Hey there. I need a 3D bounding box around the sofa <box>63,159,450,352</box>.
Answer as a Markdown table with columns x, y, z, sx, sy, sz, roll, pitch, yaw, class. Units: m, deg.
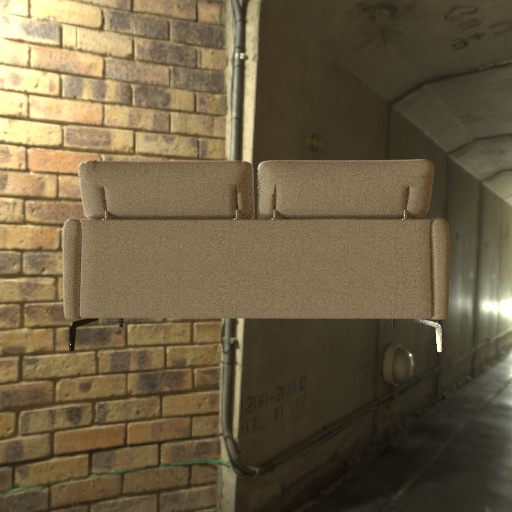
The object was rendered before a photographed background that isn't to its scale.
| x | y | z | sx | sy | sz | roll | pitch | yaw | class |
| --- | --- | --- | --- | --- | --- | --- | --- | --- | --- |
| 0.000 | 0.000 | 2.599 | 2.015 | 0.956 | 0.856 | 0 | -1 | 1 | sofa |
